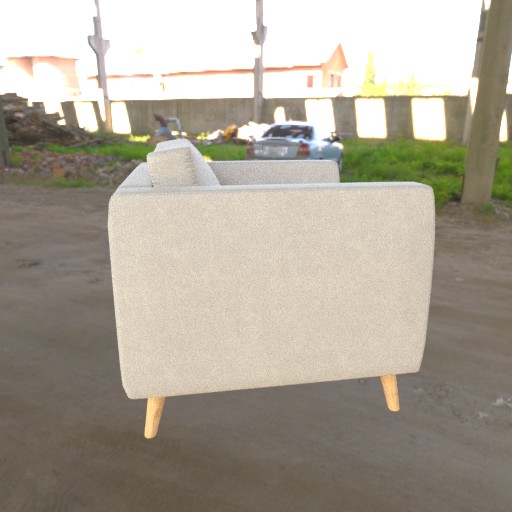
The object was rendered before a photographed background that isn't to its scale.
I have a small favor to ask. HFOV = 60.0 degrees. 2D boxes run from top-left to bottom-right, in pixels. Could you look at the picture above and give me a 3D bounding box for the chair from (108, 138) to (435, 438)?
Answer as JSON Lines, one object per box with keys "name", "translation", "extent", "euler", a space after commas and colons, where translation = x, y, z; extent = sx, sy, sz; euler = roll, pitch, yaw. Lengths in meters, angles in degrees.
{"name": "chair", "translation": [0.000, 0.000, 1.715], "extent": [0.930, 0.860, 1.000], "euler": [-3, 17, -9]}
